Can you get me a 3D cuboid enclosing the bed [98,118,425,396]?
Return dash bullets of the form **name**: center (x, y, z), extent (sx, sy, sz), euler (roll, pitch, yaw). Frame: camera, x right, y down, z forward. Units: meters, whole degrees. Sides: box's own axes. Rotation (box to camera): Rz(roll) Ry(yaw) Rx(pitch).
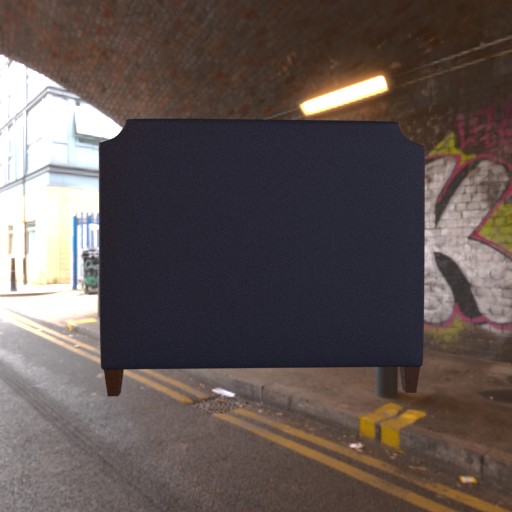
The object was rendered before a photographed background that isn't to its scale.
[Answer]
- **bed**: center (0.000, 0.000, 3.454), extent (1.712, 1.443, 2.372), euler (0, 0, -2)
